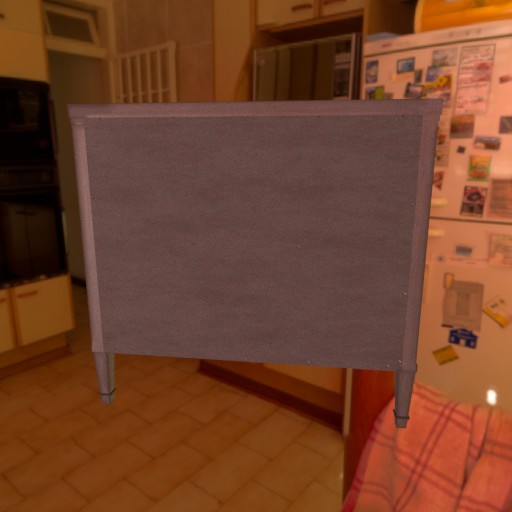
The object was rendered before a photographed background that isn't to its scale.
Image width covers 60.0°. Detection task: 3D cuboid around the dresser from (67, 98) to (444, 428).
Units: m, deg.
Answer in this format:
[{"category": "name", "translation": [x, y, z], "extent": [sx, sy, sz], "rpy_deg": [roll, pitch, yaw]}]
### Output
[{"category": "dresser", "translation": [0.000, 0.000, 1.559], "extent": [1.049, 0.986, 0.463], "rpy_deg": [2, 14, 8]}]
